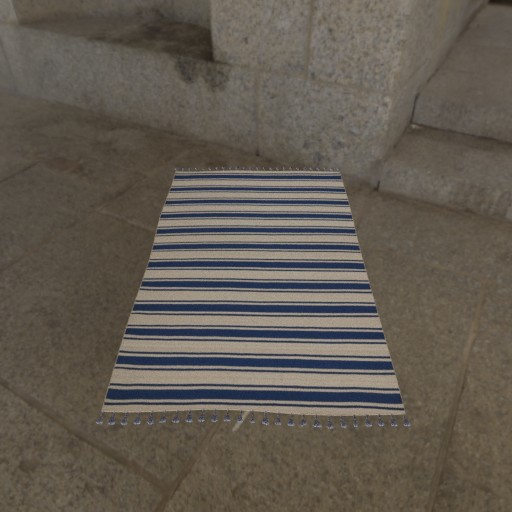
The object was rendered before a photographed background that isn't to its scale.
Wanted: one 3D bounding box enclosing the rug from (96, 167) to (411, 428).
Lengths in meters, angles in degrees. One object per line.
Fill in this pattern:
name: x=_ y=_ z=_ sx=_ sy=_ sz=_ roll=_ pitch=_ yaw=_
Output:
rug: x=0.000 y=0.000 z=2.554 sx=1.248 sy=0.009 sz=2.108 roll=0 pitch=40 yaw=1
